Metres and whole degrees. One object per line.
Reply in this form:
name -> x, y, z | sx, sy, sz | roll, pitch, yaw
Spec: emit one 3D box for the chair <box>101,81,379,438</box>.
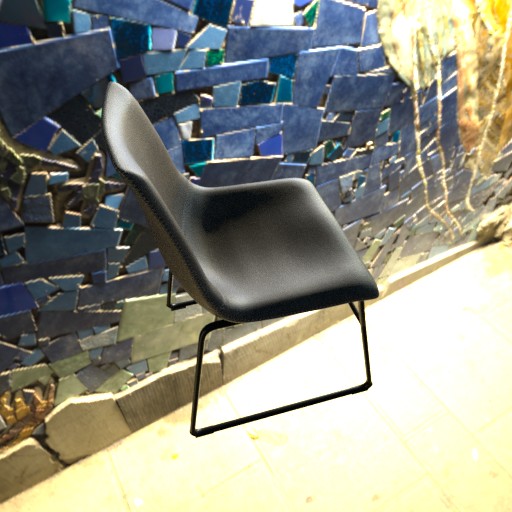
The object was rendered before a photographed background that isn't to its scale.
chair -> 0.000, 0.000, 1.076 | 0.550, 0.780, 0.460 | -11, 46, -11
